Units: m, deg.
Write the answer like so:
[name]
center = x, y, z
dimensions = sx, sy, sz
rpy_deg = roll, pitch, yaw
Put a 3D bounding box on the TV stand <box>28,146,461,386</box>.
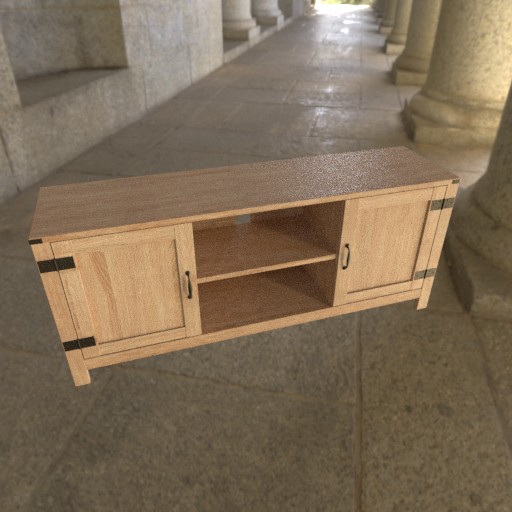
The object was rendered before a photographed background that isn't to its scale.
[TV stand]
center = 0.000, 0.000, 1.743
dimensions = 1.466, 0.610, 0.398
rpy_deg = -10, 34, -15
